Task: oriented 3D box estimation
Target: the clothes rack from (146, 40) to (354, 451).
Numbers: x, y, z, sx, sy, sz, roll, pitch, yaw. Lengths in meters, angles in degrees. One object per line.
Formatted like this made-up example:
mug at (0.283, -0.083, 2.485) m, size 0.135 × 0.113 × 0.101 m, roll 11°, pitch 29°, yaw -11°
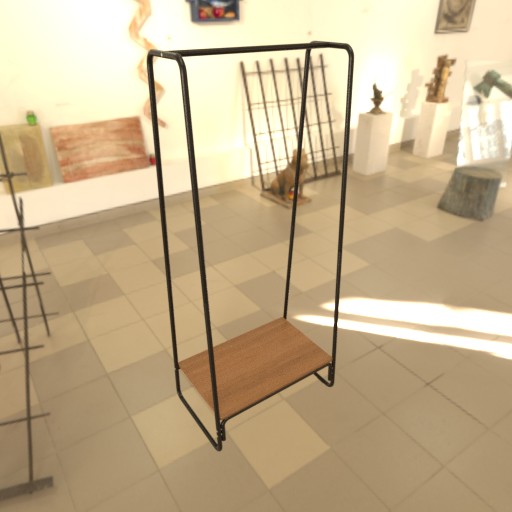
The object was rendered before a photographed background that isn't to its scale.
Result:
clothes rack at (0.000, 0.000, 1.746) m, size 0.640 × 1.500 × 0.400 m, roll -19°, pitch 34°, yaw -30°
